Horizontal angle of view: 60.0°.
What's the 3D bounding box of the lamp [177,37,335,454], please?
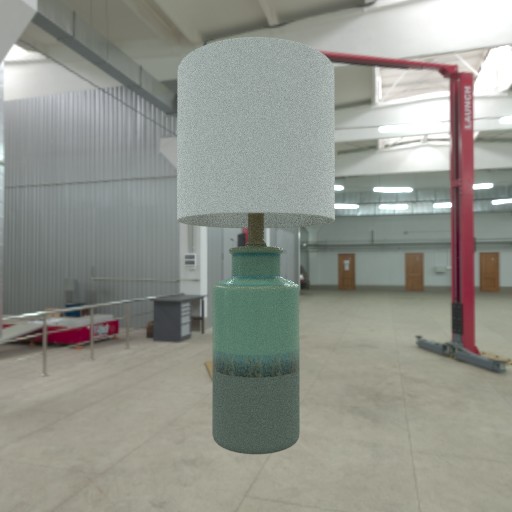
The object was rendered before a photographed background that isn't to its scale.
[{"bbox_3d":[0.000,0.000,0.604,0.212,0.493,0.212,0,-1,-19],"label":"lamp"}]
